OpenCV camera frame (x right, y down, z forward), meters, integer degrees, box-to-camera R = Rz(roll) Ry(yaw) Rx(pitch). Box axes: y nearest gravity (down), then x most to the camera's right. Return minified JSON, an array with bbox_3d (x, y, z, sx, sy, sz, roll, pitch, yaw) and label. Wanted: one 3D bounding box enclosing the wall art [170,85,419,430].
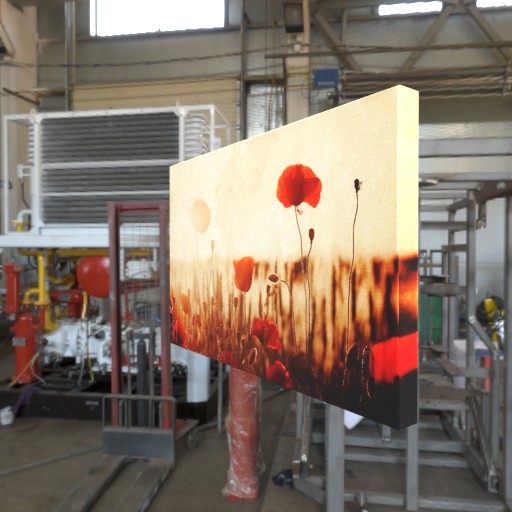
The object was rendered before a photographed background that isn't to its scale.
[{"bbox_3d":[0.000,0.000,0.772,0.040,0.402,0.613,0,1,-36],"label":"wall art"}]
